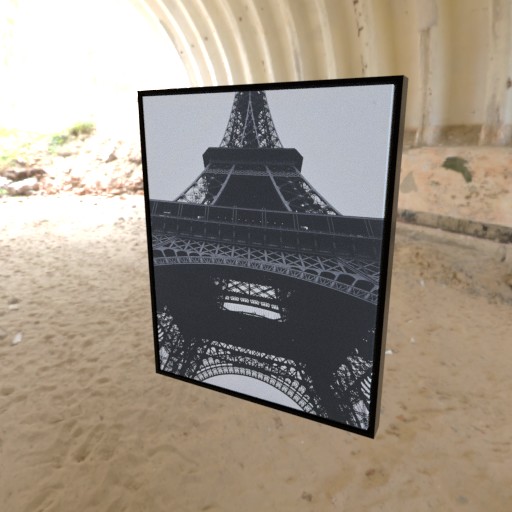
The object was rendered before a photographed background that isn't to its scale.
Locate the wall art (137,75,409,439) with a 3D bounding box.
[{"bbox_3d":[0.000,0.000,0.764,0.451,0.553,0.039,8,17,26],"label":"wall art"}]
